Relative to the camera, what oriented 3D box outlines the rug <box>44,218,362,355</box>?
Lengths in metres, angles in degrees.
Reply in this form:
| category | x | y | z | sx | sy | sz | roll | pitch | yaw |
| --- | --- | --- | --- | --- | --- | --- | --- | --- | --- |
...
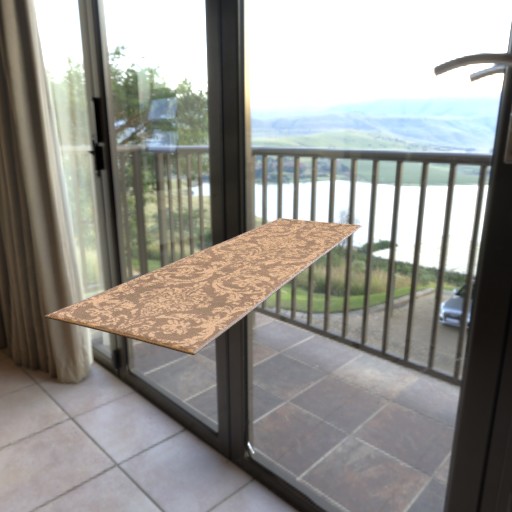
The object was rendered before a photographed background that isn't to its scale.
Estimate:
| category | x | y | z | sx | sy | sz | roll | pitch | yaw |
| --- | --- | --- | --- | --- | --- | --- | --- | --- | --- |
| rug | 0.000 | 0.000 | 2.443 | 0.662 | 0.011 | 2.196 | 7 | 17 | 25 |
